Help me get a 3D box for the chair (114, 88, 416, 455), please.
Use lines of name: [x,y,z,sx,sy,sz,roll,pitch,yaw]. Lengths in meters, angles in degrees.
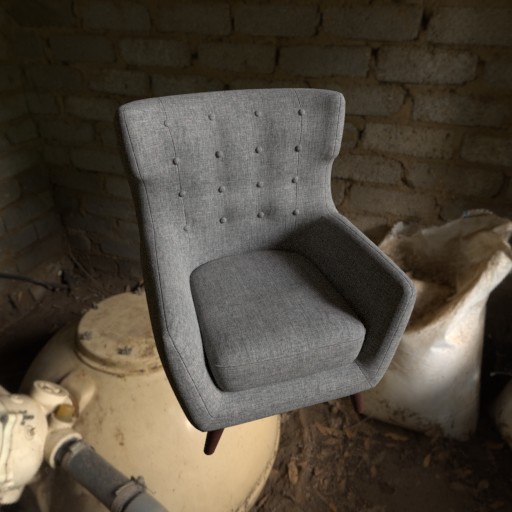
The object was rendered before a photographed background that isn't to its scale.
chair: [0.000,0.000,1.697,0.878,1.063,0.904,-9,33,-15]
